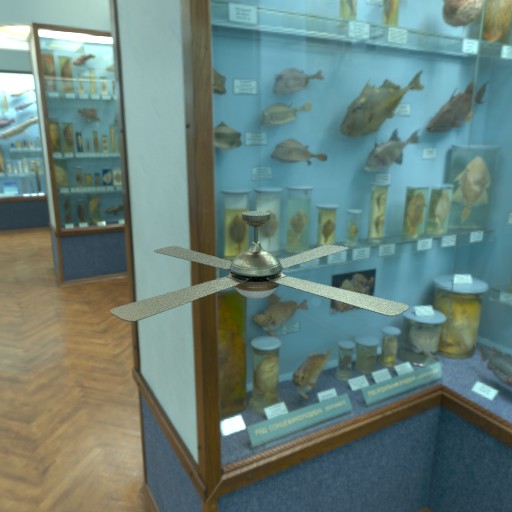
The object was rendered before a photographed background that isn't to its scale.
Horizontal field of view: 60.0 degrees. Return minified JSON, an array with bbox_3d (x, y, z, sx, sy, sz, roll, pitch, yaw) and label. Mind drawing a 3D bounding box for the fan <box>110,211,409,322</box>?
[{"bbox_3d":[0.000,0.000,1.963,1.321,0.381,1.321,-7,16,-26],"label":"fan"}]
